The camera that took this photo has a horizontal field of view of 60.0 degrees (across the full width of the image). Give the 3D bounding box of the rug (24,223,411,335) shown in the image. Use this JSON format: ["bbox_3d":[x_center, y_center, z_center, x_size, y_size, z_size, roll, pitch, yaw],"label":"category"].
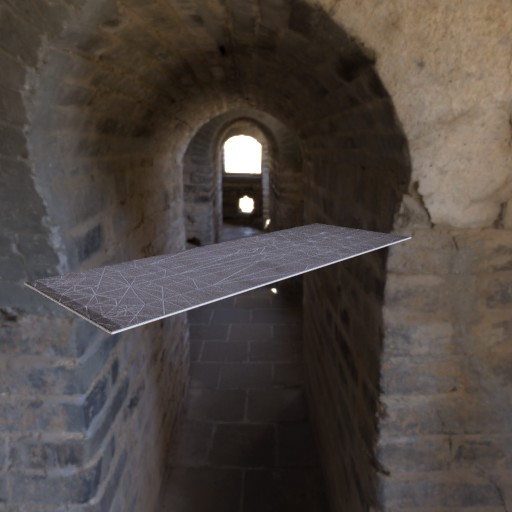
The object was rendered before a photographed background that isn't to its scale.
[{"bbox_3d":[0.000,0.000,2.721,0.864,0.012,2.388,13,19,43],"label":"rug"}]
